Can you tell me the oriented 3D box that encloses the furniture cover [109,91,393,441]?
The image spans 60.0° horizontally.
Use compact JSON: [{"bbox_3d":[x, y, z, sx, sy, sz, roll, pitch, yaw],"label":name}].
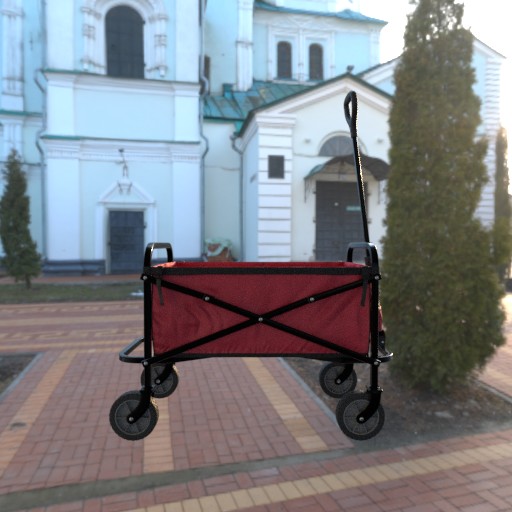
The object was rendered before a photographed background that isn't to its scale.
[{"bbox_3d":[0.000,0.000,1.781,1.038,1.295,0.532,0,2,0],"label":"furniture cover"}]
